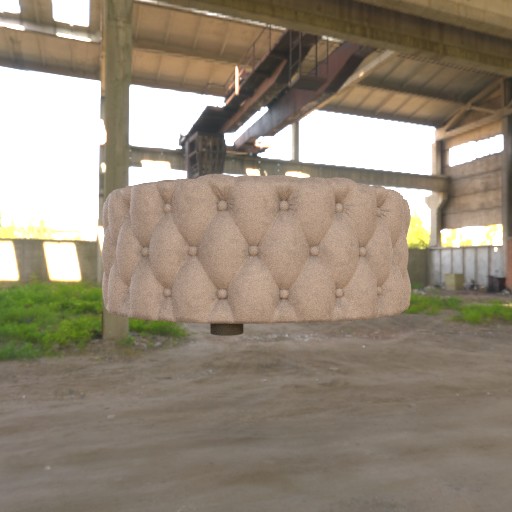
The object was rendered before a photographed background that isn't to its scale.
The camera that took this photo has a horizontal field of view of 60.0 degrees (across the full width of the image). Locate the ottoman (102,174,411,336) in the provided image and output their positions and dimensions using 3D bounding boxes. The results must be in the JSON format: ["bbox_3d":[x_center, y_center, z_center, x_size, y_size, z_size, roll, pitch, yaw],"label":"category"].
[{"bbox_3d":[0.000,0.000,1.505,0.998,0.399,0.998,0,-1,0],"label":"ottoman"}]
